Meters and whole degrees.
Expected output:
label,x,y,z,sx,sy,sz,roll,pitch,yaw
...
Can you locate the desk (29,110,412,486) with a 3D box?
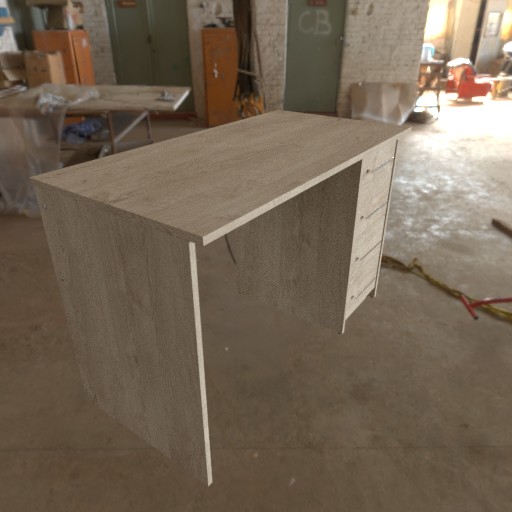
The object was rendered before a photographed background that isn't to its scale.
label,x,y,z,sx,sy,sz,roll,pitch,yaw
desk,0.000,0.000,1.486,0.560,0.730,1.096,19,34,31
